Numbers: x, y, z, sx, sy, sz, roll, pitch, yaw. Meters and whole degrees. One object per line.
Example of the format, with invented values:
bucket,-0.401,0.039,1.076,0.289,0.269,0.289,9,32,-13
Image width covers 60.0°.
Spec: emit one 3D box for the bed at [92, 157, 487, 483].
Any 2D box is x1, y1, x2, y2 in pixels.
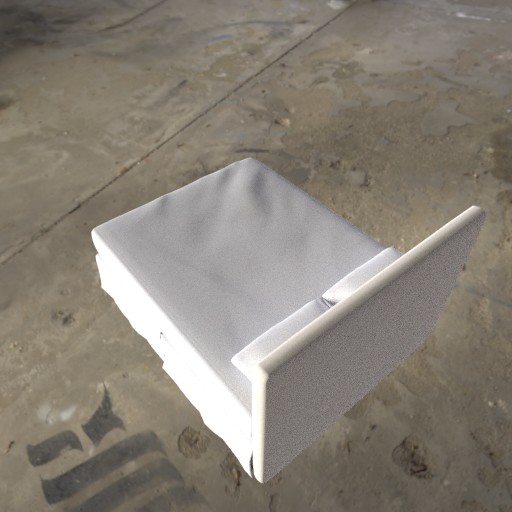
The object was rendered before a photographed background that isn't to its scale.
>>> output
bed,0.000,0.000,3.138,1.713,1.330,2.142,-30,53,-27
